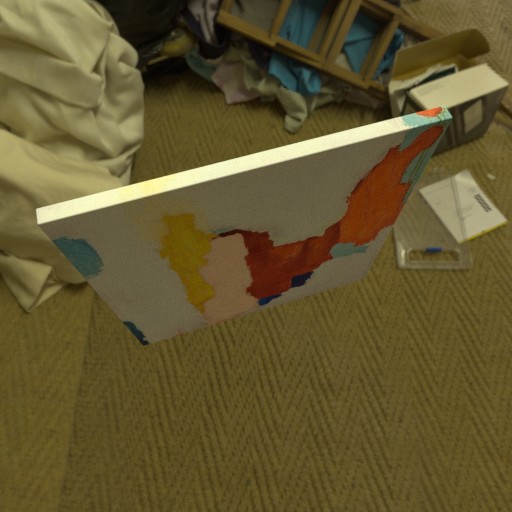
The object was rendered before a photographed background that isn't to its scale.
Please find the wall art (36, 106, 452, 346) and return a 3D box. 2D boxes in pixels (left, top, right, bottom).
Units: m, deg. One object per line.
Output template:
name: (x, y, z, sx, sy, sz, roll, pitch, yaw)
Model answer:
wall art: (0.000, 0.000, 1.500, 1.017, 1.017, 0.044, -16, 65, -8)
